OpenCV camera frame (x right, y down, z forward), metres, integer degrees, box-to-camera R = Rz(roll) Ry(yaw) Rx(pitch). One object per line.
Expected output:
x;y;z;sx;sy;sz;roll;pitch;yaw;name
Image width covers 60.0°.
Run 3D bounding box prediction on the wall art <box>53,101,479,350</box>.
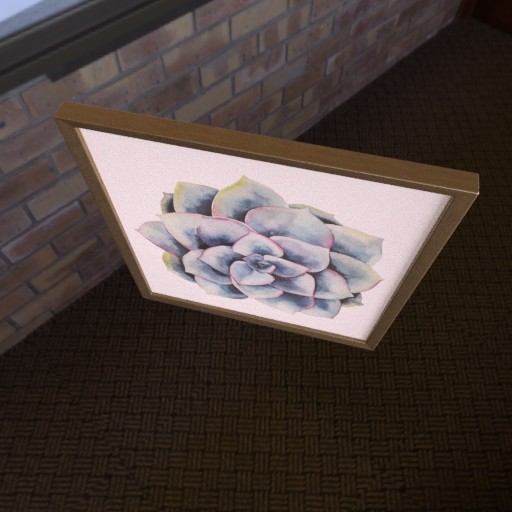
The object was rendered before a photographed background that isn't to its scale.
0.000;0.000;0.732;0.503;0.506;0.030;12;60;7;wall art
